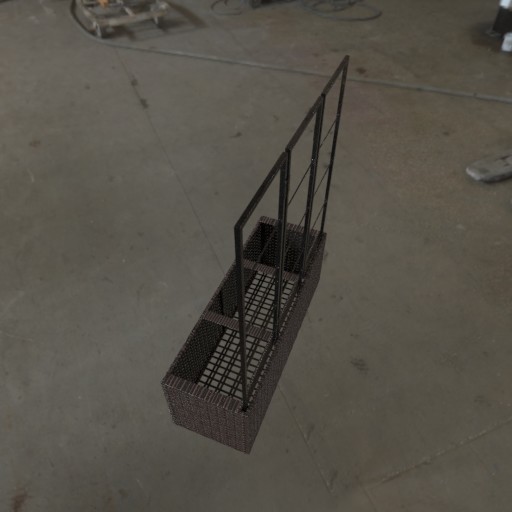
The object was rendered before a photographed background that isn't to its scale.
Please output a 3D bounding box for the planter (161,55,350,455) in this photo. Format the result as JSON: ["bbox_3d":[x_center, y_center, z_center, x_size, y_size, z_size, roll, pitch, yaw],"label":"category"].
[{"bbox_3d":[0.000,0.000,1.189,0.244,0.841,0.699,16,48,15],"label":"planter"}]
